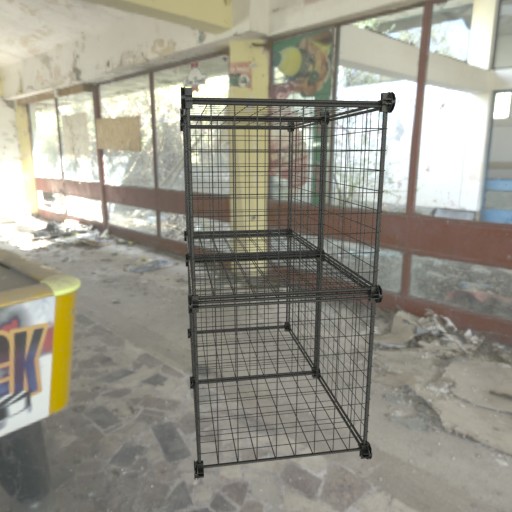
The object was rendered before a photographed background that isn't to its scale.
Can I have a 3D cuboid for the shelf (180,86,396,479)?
[{"bbox_3d":[0.000,0.000,1.131,0.356,0.711,0.711,-2,13,-9],"label":"shelf"}]
